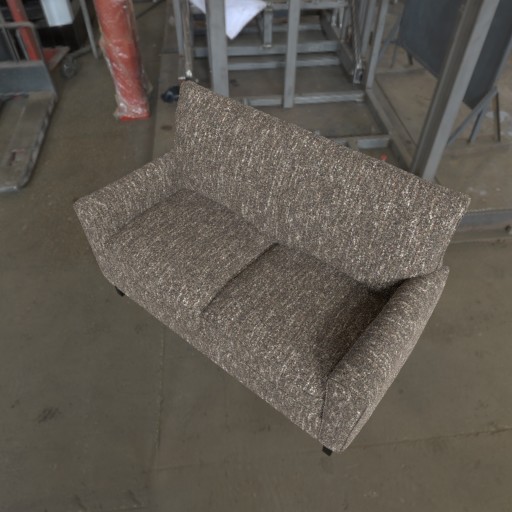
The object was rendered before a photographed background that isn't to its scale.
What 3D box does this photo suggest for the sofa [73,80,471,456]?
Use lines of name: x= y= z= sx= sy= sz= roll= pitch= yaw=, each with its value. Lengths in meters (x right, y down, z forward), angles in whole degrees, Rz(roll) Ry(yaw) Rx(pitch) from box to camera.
sofa: x=0.000 y=0.000 z=2.009 sx=1.519 sy=0.946 sz=0.801 roll=31 pitch=55 yaw=25
